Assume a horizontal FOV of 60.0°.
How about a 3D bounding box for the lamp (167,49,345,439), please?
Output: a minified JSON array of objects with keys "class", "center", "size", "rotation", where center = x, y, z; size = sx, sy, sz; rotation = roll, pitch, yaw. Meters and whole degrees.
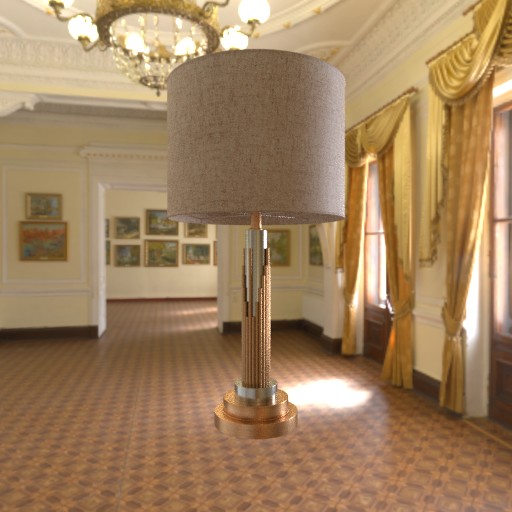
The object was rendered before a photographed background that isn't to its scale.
[{"class":"lamp","center":[0.000,0.000,0.812],"size":[0.321,0.610,0.321],"rotation":[0,0,1]}]
